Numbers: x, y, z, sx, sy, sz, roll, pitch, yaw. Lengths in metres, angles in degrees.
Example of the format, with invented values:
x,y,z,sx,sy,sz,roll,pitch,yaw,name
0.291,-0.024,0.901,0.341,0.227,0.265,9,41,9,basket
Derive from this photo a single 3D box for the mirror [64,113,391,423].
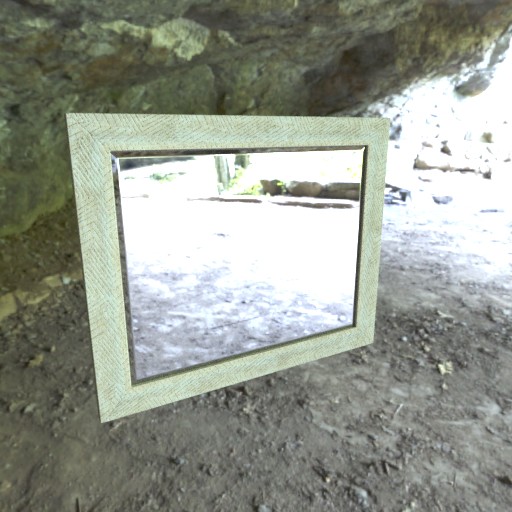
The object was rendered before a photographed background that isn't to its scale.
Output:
x,y,z,sx,sy,sz,roll,pitch,yaw,name
0.000,0.000,1.139,0.839,0.689,0.028,-8,18,-28,mirror
